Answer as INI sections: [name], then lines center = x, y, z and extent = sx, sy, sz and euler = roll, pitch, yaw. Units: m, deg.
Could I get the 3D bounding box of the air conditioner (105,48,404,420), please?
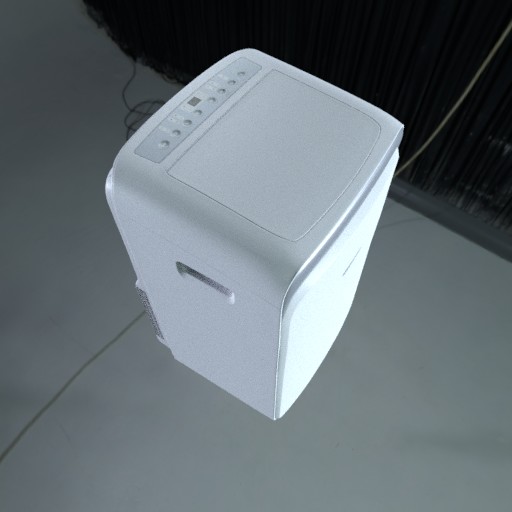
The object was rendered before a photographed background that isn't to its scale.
[air conditioner]
center = 0.000, 0.000, 1.041
extent = 0.467, 0.765, 0.478
euler = 29, 62, 17
